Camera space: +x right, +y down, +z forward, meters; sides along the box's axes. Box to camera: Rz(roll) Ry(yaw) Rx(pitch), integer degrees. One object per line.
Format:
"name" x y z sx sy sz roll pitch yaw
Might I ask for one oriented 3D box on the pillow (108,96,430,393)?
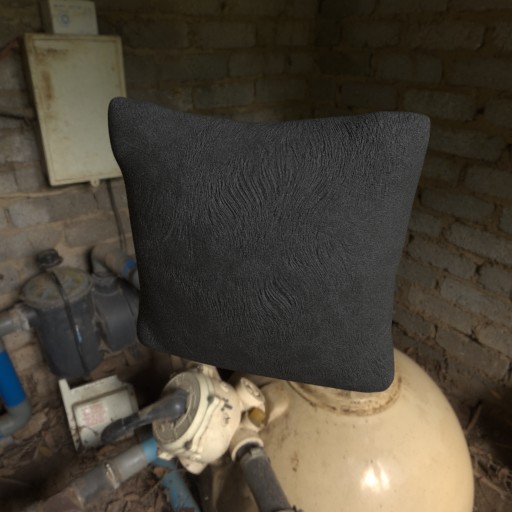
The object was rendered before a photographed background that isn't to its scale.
"pillow" 0.000 0.000 0.791 0.533 0.523 0.210 7 27 14
